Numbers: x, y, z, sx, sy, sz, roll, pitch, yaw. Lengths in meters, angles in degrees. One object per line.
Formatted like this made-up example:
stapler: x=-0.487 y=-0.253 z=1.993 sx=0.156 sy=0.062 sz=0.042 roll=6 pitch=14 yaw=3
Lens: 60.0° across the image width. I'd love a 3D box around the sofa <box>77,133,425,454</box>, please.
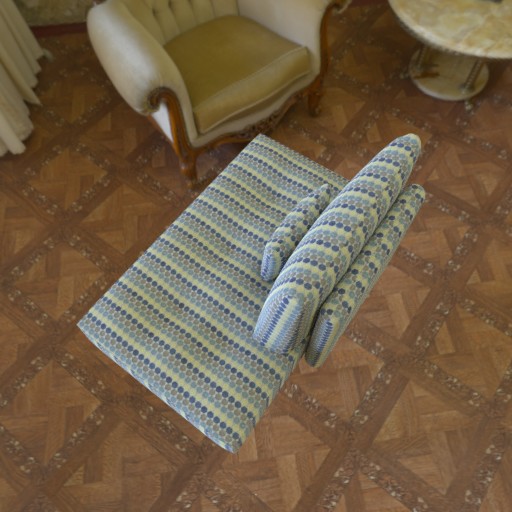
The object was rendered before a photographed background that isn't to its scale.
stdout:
sofa: x=0.000 y=0.000 z=2.036 sx=1.000 sy=0.820 sz=1.450 roll=33 pitch=66 yaw=16
